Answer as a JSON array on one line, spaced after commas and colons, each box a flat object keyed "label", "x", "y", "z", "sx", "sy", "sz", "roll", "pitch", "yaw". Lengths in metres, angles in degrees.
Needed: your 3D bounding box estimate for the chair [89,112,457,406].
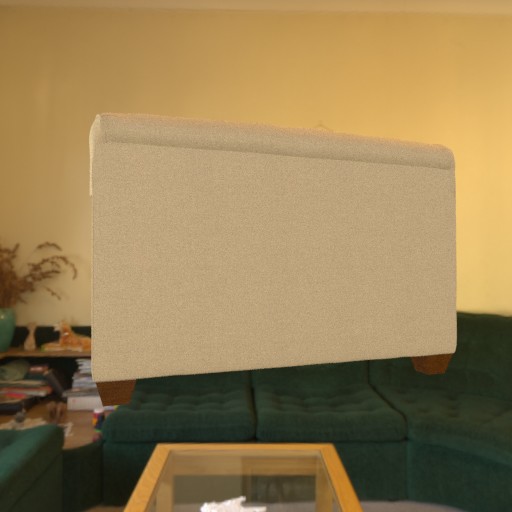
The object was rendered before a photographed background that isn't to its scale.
[{"label": "chair", "x": 0.000, "y": 0.000, "z": 2.008, "sx": 1.383, "sy": 0.948, "sz": 1.000, "roll": 0, "pitch": -1, "yaw": -18}]
